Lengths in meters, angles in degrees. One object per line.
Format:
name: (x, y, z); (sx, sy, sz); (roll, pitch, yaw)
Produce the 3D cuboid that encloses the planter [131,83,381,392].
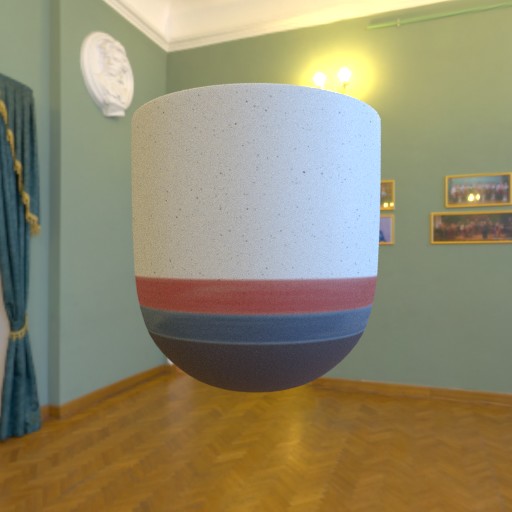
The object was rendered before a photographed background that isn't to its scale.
planter: (0.000, 0.000, 0.376); (0.204, 0.214, 0.204); (0, 0, 0)
